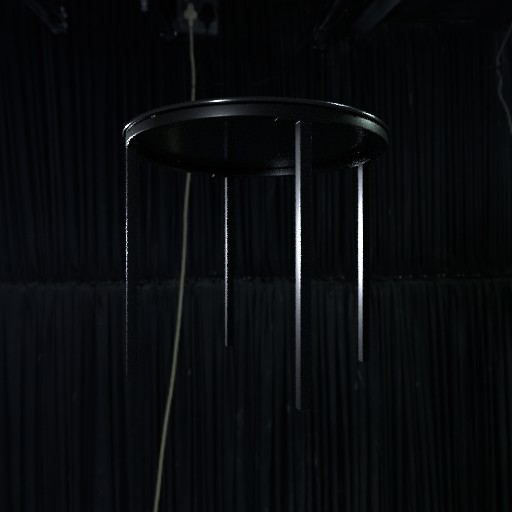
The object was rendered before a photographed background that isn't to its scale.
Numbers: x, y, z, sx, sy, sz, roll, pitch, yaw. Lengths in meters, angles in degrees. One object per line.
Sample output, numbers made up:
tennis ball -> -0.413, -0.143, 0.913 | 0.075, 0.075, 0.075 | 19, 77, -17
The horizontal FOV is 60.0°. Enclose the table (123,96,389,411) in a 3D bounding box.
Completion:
table -> 0.000, 0.000, 0.865 | 0.499, 0.443, 0.499 | 0, 0, 0
